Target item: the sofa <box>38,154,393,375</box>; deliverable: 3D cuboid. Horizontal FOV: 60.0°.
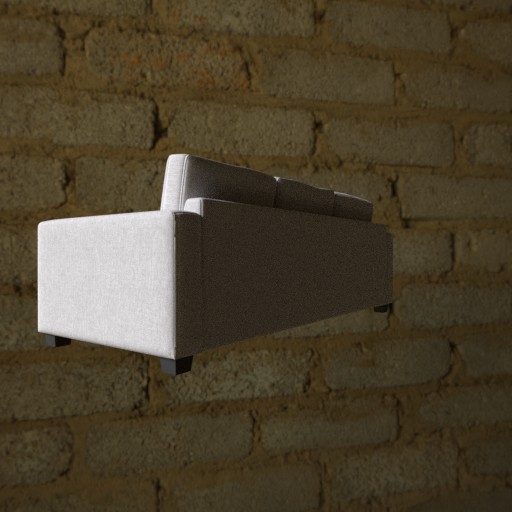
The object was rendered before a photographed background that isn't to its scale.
[{"bbox_3d":[0.000,0.000,2.567,0.900,0.800,2.120,0,0,36],"label":"sofa"}]
